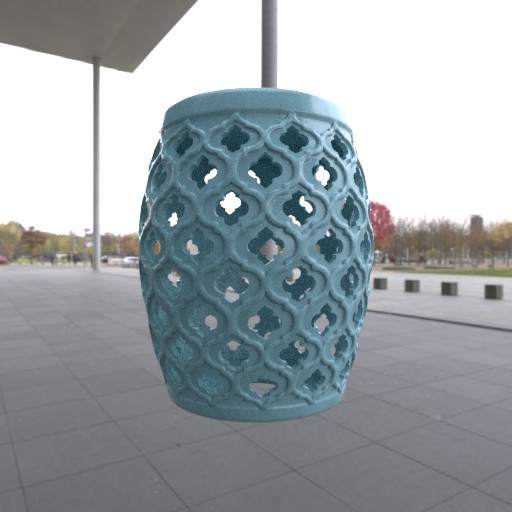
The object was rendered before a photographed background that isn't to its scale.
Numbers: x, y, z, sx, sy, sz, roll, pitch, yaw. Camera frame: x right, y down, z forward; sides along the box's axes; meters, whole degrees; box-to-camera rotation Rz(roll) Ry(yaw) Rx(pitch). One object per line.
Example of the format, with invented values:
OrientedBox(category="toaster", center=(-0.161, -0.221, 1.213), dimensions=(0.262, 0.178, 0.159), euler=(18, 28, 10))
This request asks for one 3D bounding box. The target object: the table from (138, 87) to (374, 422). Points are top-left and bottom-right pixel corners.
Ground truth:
OrientedBox(category="table", center=(0.000, 0.000, 0.632), dimensions=(0.325, 0.388, 0.325), euler=(0, 0, 0))
